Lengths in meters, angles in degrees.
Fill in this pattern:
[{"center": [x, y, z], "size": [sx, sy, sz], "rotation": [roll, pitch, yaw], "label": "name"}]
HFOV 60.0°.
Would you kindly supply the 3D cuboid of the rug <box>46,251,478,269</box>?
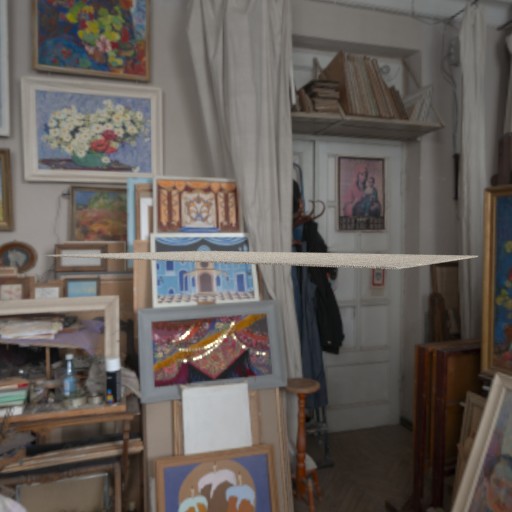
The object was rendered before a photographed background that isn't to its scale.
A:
[{"center": [0.000, 0.000, 2.143], "size": [1.752, 0.006, 1.142], "rotation": [1, 2, 36], "label": "rug"}]
